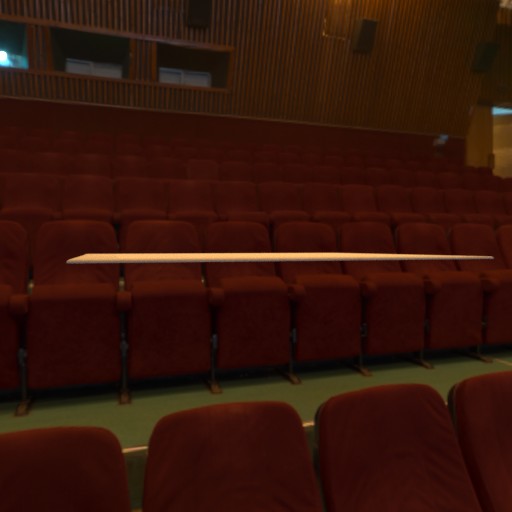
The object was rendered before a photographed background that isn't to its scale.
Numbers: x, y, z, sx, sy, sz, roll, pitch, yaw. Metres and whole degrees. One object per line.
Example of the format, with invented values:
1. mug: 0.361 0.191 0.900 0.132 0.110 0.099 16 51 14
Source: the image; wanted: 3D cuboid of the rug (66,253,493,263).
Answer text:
1. rug: 0.000 0.000 3.999 2.976 0.018 2.430 0 1 -19
